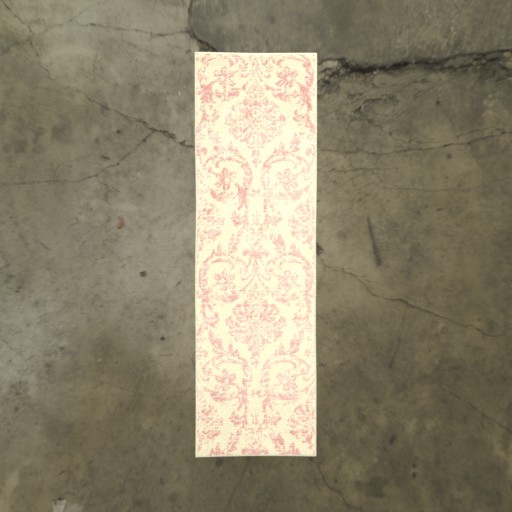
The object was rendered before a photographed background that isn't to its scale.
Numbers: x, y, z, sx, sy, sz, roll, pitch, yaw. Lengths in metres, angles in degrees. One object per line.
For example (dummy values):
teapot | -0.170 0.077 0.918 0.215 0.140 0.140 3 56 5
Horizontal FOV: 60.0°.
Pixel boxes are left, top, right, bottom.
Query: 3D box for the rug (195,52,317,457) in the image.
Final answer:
rug | 0.000 0.000 2.406 0.662 0.011 2.196 0 91 -1
